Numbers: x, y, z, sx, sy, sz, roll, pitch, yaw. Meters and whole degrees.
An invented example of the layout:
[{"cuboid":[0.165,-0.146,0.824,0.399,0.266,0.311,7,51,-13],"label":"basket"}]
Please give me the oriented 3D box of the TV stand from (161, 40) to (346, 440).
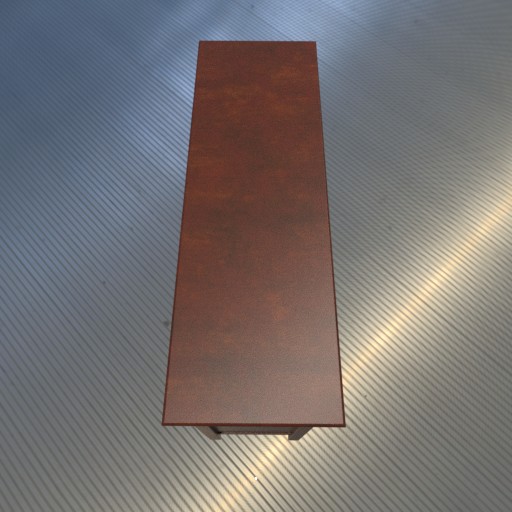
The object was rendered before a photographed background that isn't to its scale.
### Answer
[{"cuboid":[0.000,0.000,1.778,0.445,0.915,1.372,0,63,0],"label":"TV stand"}]
